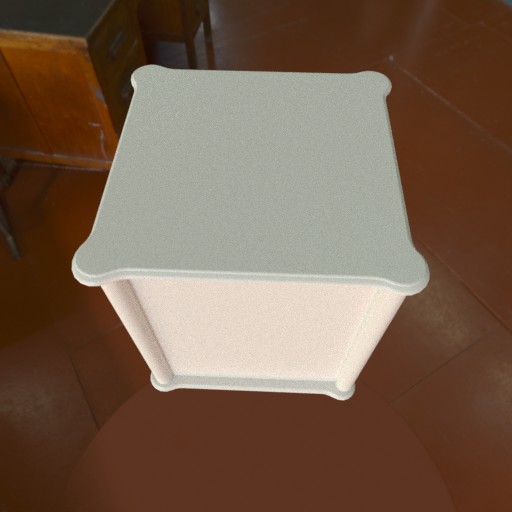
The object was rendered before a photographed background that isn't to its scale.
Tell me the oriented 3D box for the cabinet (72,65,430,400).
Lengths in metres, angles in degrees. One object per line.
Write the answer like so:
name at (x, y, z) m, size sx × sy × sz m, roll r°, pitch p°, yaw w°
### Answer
cabinet at (0.000, 0.000, 1.232) m, size 0.627 × 0.761 × 0.628 m, roll 2°, pitch 57°, yaw 1°
